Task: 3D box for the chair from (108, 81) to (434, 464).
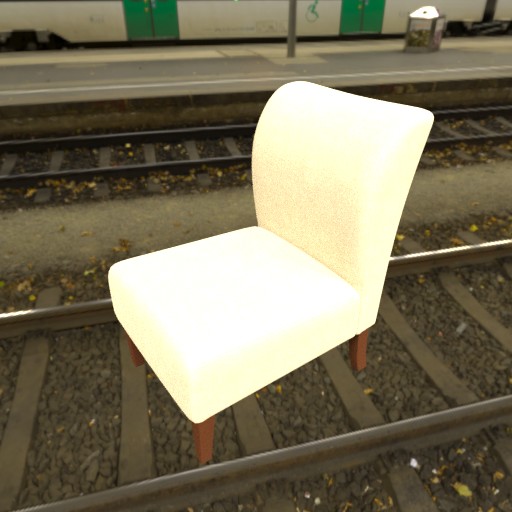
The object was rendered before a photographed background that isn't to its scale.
[{"bbox_3d":[0.000,0.000,1.300,0.754,0.833,0.521,-21,37,-30],"label":"chair"}]
